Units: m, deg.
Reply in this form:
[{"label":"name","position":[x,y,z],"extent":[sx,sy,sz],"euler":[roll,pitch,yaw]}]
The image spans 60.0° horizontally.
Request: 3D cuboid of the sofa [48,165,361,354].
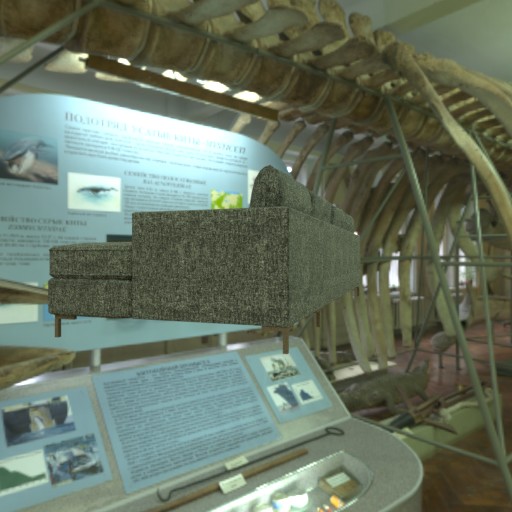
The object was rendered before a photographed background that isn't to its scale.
[{"label":"sofa","position":[0.000,0.000,3.977],"extent":[1.488,0.970,3.384],"euler":[0,0,19]}]
